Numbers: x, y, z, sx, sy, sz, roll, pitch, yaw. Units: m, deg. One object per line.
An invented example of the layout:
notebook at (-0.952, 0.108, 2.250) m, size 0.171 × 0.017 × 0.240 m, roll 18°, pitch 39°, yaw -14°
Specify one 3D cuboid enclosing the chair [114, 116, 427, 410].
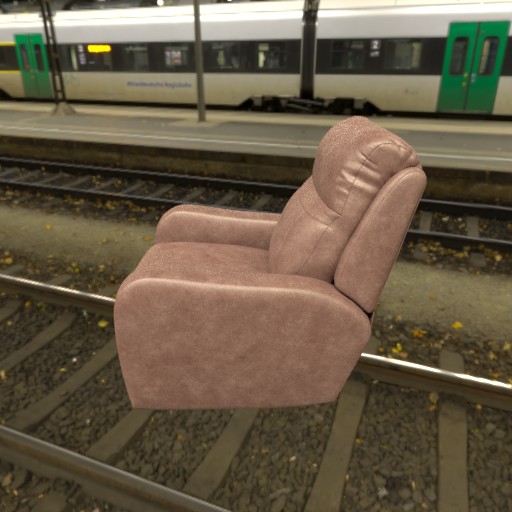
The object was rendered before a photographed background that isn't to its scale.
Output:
chair at (0.000, 0.000, 1.840) m, size 1.067 × 1.067 × 0.865 m, roll 0°, pitch 24°, yaw 0°
